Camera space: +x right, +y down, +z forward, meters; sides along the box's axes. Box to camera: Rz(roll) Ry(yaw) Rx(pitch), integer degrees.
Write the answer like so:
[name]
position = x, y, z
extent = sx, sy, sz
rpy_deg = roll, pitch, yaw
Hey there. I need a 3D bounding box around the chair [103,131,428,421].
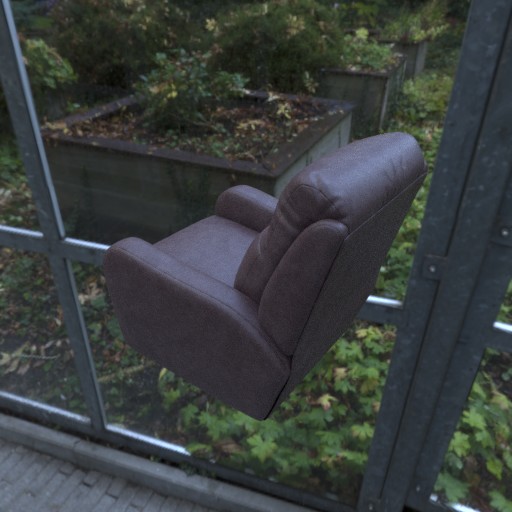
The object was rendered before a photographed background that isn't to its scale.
[chair]
position = 0.000, 0.000, 1.844
extent = 1.067, 1.067, 0.865
rpy_deg = 22, 37, 31
